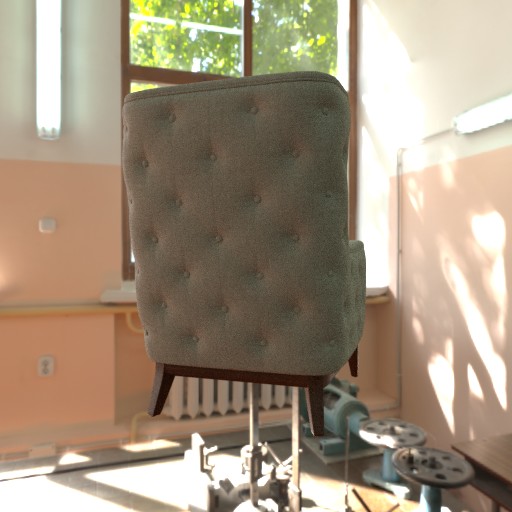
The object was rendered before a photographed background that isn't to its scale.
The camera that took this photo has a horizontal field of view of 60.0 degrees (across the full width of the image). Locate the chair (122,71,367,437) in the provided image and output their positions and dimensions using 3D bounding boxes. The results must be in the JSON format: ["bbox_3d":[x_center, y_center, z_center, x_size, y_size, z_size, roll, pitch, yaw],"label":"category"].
[{"bbox_3d":[0.000,0.000,1.676,0.778,1.079,0.899,0,1,17],"label":"chair"}]
